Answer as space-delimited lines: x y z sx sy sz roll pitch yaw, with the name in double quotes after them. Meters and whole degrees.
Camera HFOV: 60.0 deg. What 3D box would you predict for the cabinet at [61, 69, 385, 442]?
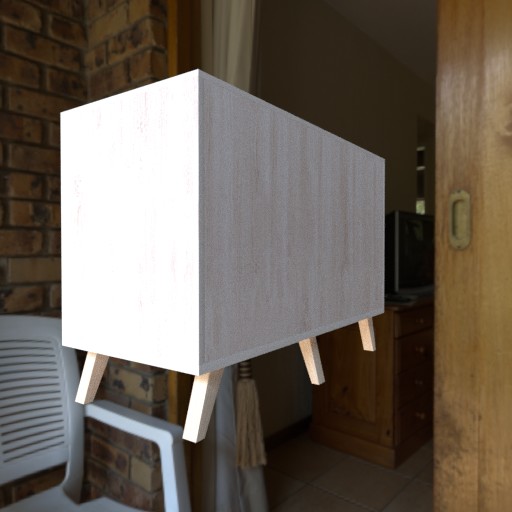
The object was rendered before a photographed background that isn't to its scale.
0.000 0.000 1.505 0.500 0.780 1.110 1 1 35 "cabinet"
